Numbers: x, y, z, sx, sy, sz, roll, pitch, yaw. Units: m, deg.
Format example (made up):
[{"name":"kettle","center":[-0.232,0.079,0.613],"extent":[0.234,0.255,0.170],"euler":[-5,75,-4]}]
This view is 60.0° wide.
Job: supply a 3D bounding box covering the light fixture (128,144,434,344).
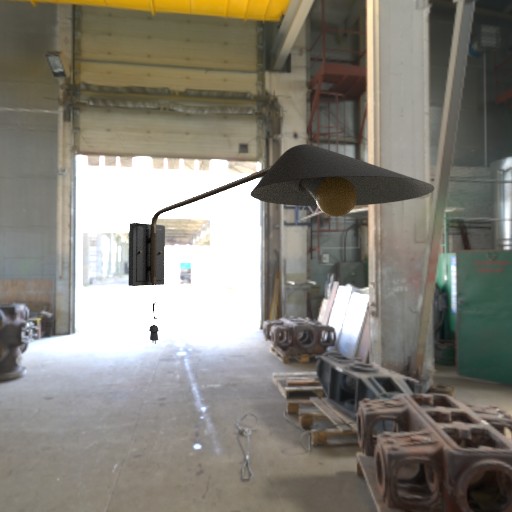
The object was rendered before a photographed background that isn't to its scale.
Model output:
[{"name":"light fixture","center":[0.000,0.000,0.678],"extent":[0.516,0.312,0.240],"euler":[-1,-2,36]}]
